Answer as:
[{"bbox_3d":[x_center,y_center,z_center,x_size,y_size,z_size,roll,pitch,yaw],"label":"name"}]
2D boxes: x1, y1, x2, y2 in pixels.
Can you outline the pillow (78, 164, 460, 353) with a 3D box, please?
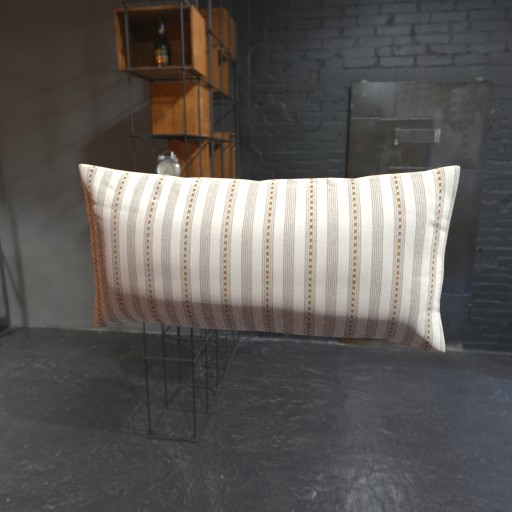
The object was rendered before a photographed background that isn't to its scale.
[{"bbox_3d":[0.000,0.000,0.723,0.608,0.291,0.151,2,13,10],"label":"pillow"}]
